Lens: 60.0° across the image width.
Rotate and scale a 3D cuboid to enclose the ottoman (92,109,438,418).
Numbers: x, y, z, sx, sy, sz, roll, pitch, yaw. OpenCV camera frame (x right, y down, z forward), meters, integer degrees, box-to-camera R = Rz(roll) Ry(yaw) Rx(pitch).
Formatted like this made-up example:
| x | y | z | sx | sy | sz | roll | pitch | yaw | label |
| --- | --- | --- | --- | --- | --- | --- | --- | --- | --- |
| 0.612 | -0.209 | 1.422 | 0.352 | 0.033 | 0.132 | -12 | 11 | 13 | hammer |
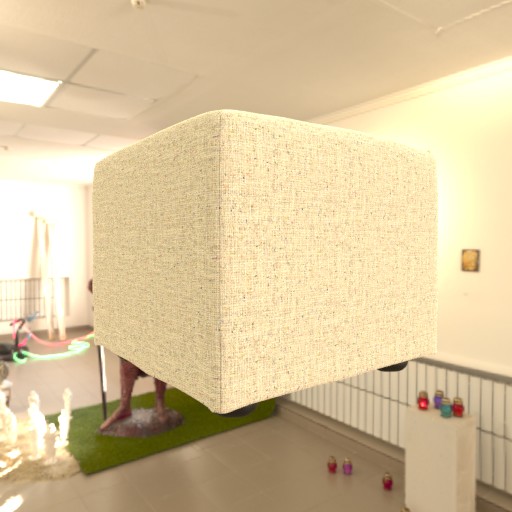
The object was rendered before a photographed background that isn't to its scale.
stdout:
| x | y | z | sx | sy | sz | roll | pitch | yaw | label |
| --- | --- | --- | --- | --- | --- | --- | --- | --- | --- |
| 0.000 | 0.000 | 0.905 | 0.512 | 0.453 | 0.521 | -1 | 2 | -37 | ottoman |
